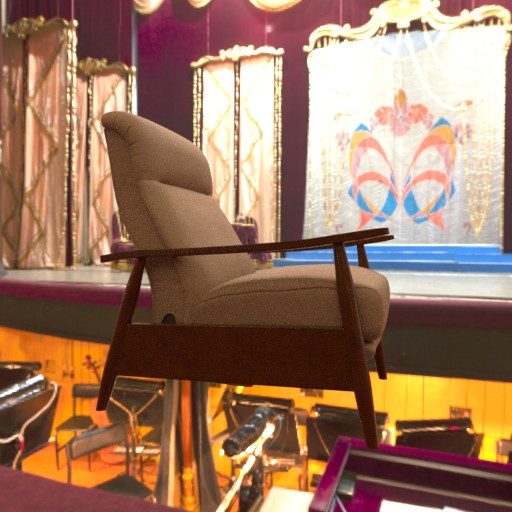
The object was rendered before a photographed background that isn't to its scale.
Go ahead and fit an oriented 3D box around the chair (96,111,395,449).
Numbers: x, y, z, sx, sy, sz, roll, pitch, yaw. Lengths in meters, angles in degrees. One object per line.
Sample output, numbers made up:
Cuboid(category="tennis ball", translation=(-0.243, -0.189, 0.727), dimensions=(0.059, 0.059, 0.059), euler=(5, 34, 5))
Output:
Cuboid(category="chair", translation=(0.000, 0.000, 1.751), dimensions=(1.030, 1.082, 0.762), euler=(0, 1, 18))
